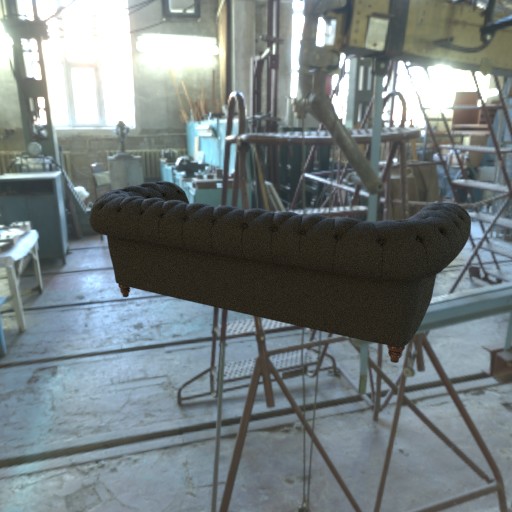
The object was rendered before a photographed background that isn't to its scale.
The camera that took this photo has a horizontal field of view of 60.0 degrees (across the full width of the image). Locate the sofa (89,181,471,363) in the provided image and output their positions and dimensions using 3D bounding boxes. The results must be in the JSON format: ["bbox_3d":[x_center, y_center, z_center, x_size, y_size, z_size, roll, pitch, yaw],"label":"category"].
[{"bbox_3d":[0.000,0.000,2.799,2.362,0.762,0.991,9,19,27],"label":"sofa"}]
